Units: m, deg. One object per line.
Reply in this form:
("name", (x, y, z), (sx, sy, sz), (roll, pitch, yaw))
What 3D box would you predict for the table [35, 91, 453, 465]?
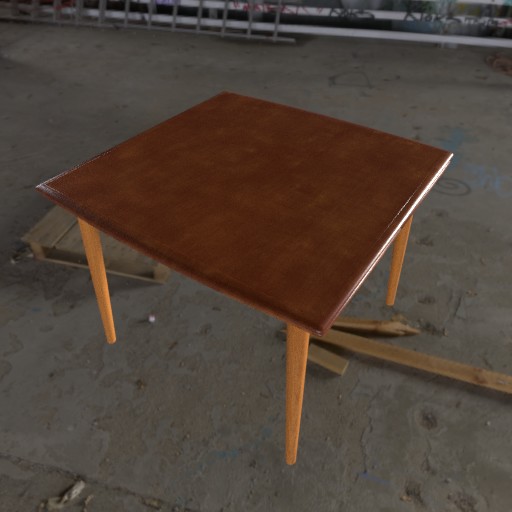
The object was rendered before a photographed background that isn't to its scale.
("table", (0.000, 0.000, 1.672), (0.991, 0.754, 0.991), (24, 47, 25))
